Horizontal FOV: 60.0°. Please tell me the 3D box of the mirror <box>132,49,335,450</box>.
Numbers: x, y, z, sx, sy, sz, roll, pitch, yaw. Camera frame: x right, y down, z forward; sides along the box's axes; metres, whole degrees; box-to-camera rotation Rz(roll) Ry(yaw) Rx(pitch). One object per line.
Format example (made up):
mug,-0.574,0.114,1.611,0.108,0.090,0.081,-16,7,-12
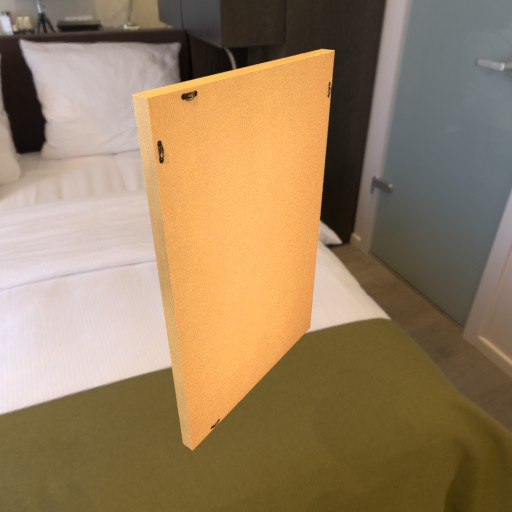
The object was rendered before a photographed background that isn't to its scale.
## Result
mirror,0.000,0.000,1.153,0.041,0.915,0.609,22,39,30
